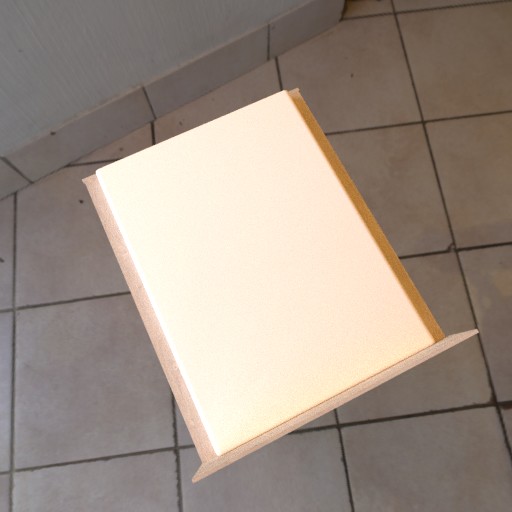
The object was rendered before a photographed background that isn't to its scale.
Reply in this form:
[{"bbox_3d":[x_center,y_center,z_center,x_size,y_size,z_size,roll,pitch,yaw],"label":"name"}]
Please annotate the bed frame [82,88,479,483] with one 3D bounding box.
[{"bbox_3d":[0.000,0.000,2.830,1.622,0.800,1.960,-25,76,-7],"label":"bed frame"}]
